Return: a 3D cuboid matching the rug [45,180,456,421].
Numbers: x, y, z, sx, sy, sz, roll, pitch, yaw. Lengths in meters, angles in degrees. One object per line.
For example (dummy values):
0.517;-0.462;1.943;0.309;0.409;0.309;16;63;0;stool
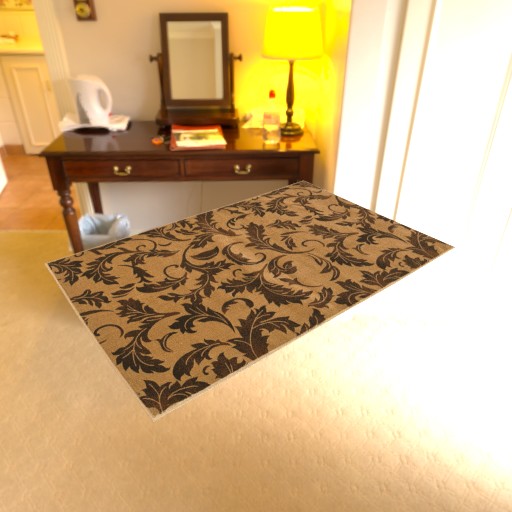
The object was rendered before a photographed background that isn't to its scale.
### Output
0.000;0.000;2.922;2.284;0.008;1.522;-22;38;-32;rug
